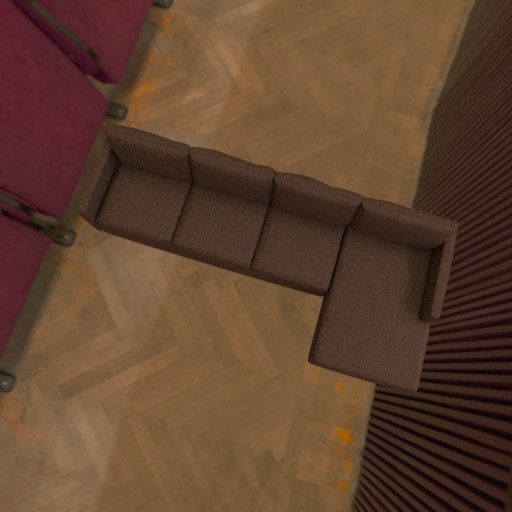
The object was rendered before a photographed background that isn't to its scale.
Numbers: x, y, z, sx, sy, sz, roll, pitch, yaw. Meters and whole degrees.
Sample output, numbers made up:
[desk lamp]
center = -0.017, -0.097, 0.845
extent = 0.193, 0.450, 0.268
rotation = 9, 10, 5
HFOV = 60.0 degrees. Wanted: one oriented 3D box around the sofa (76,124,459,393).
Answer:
[sofa]
center = 0.000, 0.000, 3.905
extent = 3.221, 0.892, 1.483
rotation = 17, 76, 4
